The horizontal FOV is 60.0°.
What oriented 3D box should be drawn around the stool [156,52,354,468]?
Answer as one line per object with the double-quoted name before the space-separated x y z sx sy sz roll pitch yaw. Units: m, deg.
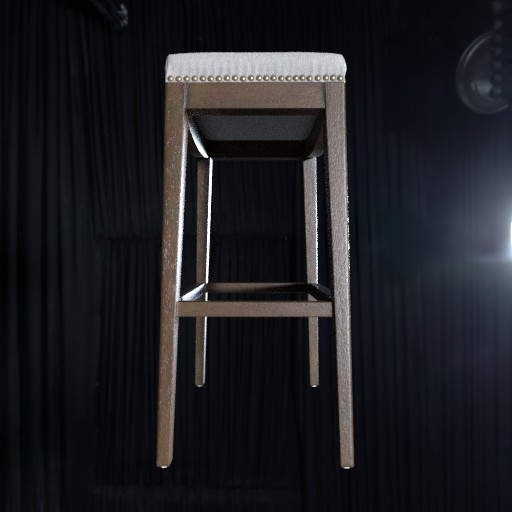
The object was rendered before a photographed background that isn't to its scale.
"stool" 0.000 0.000 1.045 0.356 0.762 0.508 0 1 0
